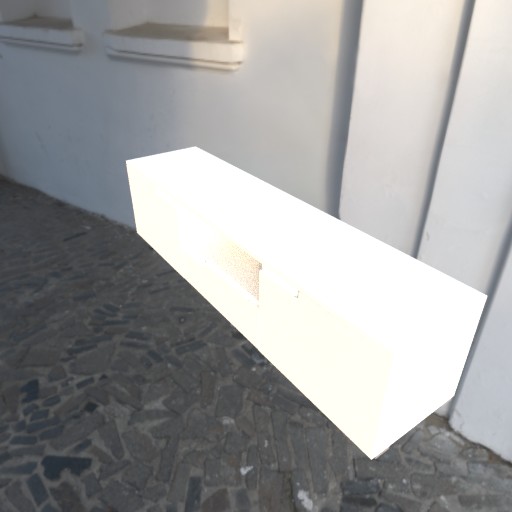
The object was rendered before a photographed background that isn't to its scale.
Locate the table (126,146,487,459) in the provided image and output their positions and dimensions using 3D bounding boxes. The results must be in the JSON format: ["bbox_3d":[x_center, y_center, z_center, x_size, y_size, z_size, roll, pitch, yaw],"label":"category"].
[{"bbox_3d":[0.000,0.000,1.809,0.390,0.420,1.650,-20,37,-30],"label":"table"}]
